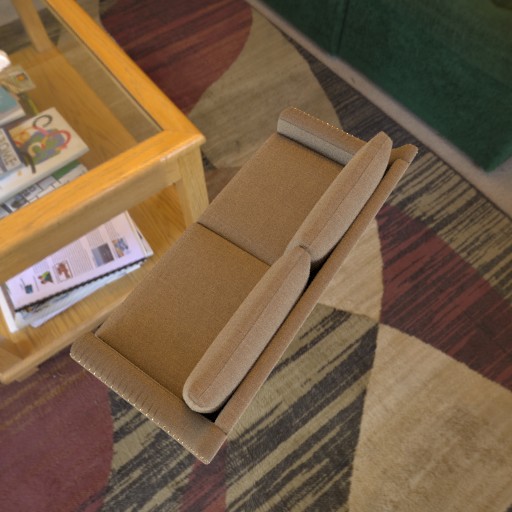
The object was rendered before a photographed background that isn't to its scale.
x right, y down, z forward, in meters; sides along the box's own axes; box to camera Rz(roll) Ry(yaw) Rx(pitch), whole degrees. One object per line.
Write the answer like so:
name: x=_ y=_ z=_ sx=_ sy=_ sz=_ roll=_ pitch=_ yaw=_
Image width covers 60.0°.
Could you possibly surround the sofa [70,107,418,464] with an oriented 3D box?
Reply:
sofa: x=0.000 y=0.000 z=2.756 sx=1.000 sy=0.857 sz=2.208 roll=31 pitch=67 yaw=15
